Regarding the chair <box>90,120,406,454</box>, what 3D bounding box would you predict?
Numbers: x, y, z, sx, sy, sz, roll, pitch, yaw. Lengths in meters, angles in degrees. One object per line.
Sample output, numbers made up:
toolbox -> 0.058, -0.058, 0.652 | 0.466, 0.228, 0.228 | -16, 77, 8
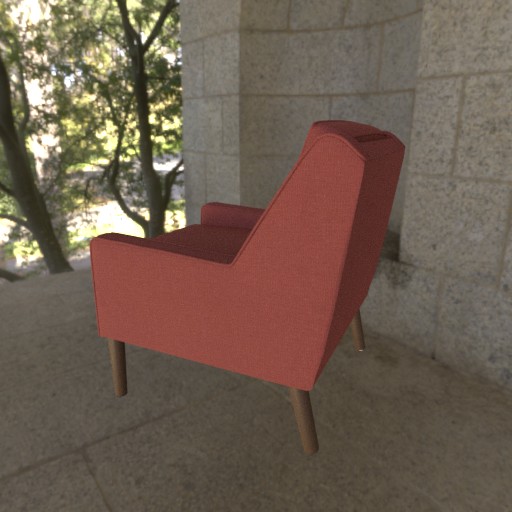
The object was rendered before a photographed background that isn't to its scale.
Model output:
chair -> 0.000, 0.000, 1.392 | 0.770, 0.812, 0.680 | 7, 18, 23
